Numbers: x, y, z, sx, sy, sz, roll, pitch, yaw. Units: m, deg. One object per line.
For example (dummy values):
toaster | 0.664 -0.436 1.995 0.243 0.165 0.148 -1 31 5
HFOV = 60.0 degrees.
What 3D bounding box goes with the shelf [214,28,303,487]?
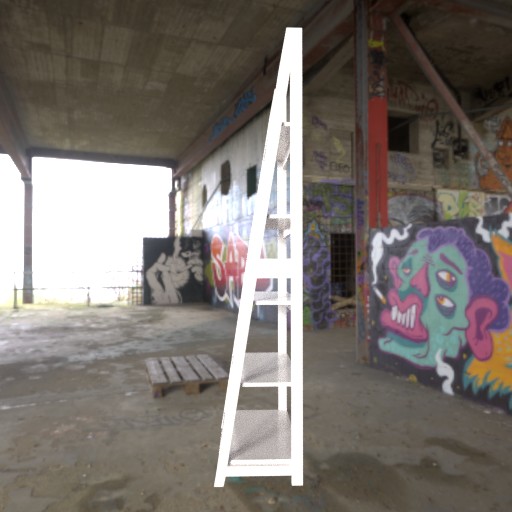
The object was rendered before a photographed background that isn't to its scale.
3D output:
shelf | 0.000 0.000 2.033 0.341 1.779 0.636 0 -1 -2
